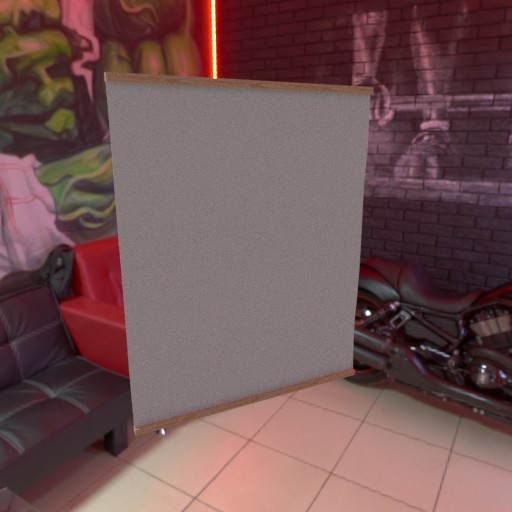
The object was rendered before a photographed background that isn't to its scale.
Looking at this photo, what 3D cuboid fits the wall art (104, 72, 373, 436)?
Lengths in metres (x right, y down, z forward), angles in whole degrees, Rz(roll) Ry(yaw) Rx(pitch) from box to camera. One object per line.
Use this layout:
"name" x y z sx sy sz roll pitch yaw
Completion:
"wall art" 0.000 0.000 0.687 0.406 0.508 0.013 -7 17 -25
